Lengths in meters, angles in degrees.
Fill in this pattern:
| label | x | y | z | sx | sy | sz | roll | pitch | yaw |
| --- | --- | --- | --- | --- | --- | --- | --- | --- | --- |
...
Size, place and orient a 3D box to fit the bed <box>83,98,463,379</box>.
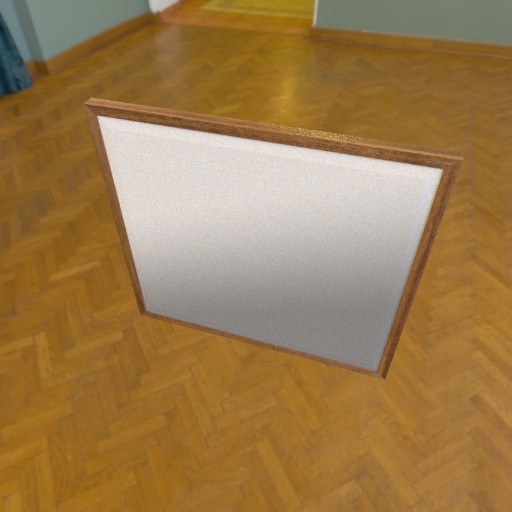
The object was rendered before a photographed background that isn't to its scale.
| label | x | y | z | sx | sy | sz | roll | pitch | yaw |
| --- | --- | --- | --- | --- | --- | --- | --- | --- | --- |
| bed | 0.000 | 0.000 | 1.495 | 1.041 | 0.940 | 0.043 | 12 | 44 | 13 |
